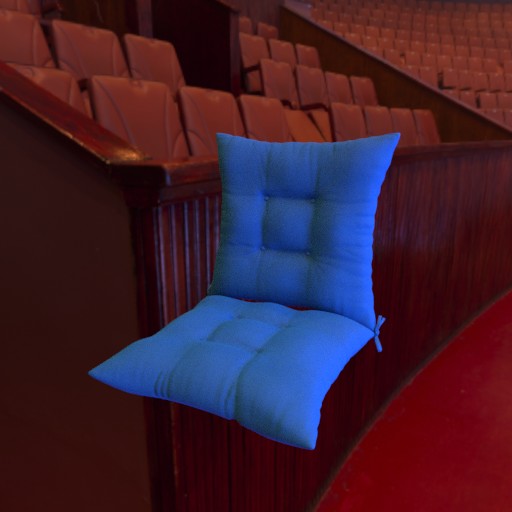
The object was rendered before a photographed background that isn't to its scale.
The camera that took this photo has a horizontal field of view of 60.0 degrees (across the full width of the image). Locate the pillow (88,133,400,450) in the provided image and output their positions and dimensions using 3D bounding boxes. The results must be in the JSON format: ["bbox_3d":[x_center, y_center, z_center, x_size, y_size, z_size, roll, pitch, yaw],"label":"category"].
[{"bbox_3d":[0.000,0.000,1.006,0.541,0.536,0.585,8,18,26],"label":"pillow"}]
